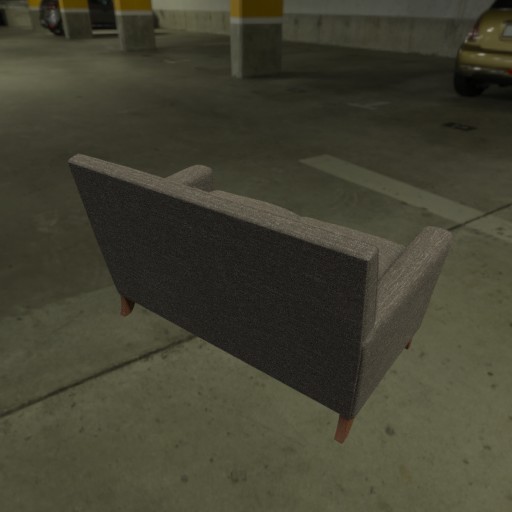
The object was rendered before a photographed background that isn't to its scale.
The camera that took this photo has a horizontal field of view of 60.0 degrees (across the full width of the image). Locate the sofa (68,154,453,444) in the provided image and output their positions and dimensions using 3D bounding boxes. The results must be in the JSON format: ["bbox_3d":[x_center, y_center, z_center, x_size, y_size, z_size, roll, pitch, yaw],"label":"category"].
[{"bbox_3d":[0.000,0.000,2.085,1.509,0.905,0.867,21,36,32],"label":"sofa"}]
